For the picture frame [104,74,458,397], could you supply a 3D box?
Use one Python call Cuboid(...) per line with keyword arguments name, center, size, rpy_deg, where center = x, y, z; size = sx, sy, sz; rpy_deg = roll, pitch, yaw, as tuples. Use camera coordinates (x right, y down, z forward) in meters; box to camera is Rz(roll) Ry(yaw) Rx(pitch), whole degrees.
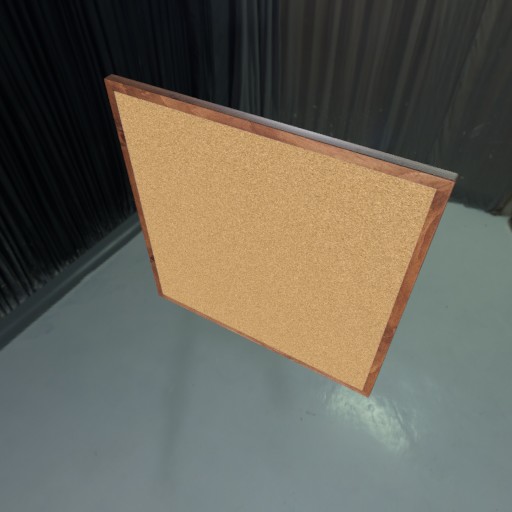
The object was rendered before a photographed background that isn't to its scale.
Cuboid(name="picture frame", center=(0.000, 0.000, 1.209), size=(0.810, 0.817, 0.029), rpy_deg=(22, 50, 20))
